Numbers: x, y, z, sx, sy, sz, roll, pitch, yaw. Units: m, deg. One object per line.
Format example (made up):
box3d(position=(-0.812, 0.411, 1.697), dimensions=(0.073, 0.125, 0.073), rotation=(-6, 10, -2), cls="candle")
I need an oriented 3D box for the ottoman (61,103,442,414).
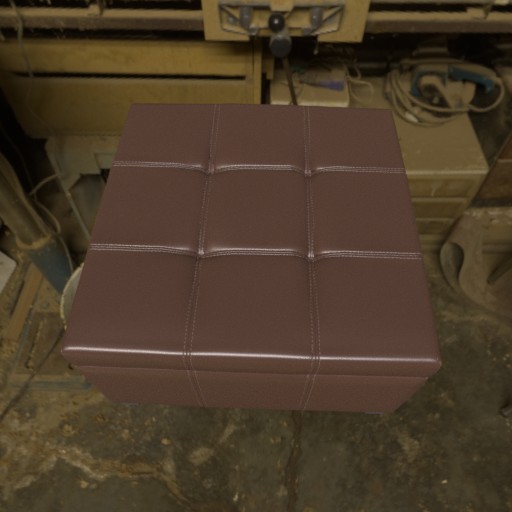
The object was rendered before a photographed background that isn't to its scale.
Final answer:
box3d(position=(0.000, 0.000, 1.275), dimensions=(0.787, 0.460, 0.788), rotation=(2, 57, 1), cls="ottoman")
